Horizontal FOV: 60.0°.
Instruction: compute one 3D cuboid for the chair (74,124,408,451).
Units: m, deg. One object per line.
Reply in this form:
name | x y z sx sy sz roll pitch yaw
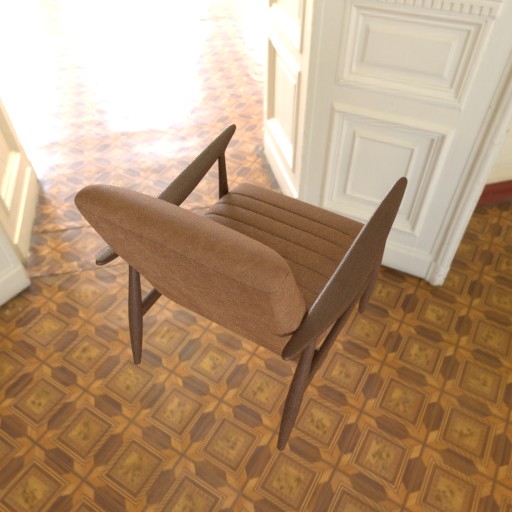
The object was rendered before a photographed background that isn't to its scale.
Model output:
chair | 0.000 0.000 1.463 0.741 0.832 0.798 23 50 21
